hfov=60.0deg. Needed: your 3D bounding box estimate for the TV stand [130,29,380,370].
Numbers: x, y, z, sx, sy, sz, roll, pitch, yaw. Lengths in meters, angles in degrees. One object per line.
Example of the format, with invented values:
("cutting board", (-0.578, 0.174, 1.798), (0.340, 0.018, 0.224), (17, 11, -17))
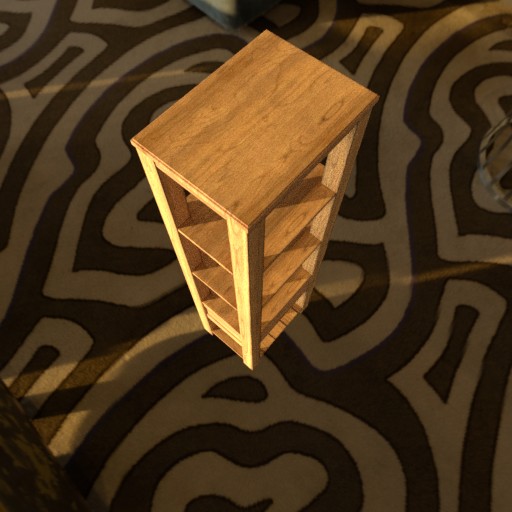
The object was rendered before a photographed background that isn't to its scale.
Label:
("TV stand", (0.000, 0.000, 2.041), (0.435, 1.828, 0.565), (38, 70, 16))
